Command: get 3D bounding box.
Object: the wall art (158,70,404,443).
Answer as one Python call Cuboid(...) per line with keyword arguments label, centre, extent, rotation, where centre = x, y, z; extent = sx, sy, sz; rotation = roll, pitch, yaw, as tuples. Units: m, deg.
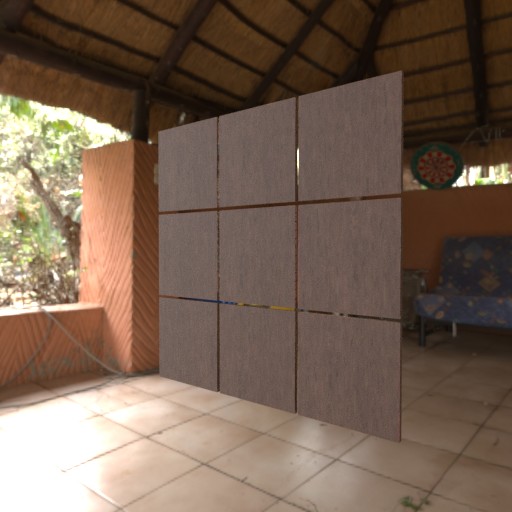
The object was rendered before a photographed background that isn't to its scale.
Cuboid(label="wall art", centre=(0.000, 0.000, 1.376), extent=(0.915, 0.914, 0.013), rotation=(1, 1, 38))
